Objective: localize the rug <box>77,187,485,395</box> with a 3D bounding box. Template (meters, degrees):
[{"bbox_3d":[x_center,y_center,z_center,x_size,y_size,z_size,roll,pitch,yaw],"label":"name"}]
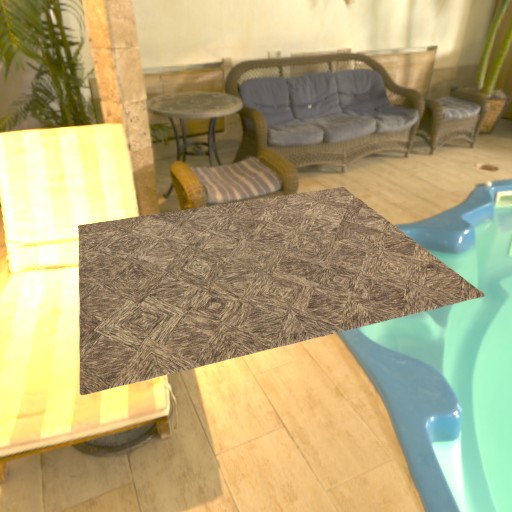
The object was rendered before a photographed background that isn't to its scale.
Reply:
[{"bbox_3d":[0.000,0.000,4.212,3.204,0.017,2.448,-10,33,-16],"label":"rug"}]
